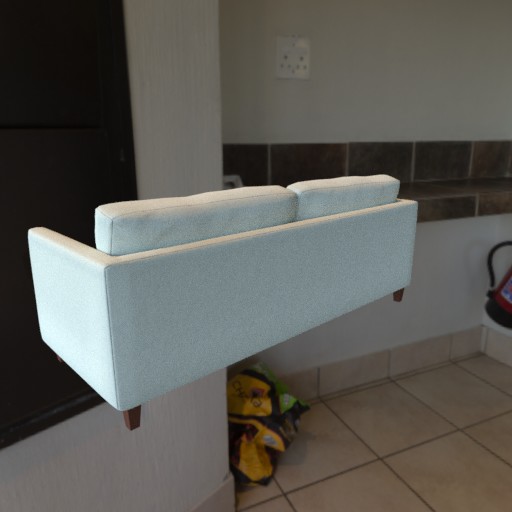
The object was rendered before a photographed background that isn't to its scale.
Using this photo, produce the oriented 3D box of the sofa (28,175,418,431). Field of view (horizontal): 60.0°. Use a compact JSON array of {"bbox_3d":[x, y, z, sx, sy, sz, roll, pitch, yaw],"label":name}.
[{"bbox_3d":[0.000,0.000,2.838,2.434,0.965,0.948,-14,21,-41],"label":"sofa"}]
